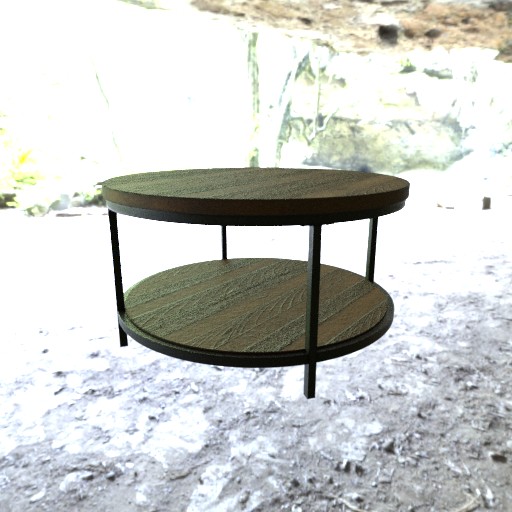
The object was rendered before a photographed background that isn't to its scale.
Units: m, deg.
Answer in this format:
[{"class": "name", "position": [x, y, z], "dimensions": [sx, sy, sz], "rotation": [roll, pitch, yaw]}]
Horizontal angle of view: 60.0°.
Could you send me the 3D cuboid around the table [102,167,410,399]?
[{"class": "table", "position": [0.000, 0.000, 1.329], "dimensions": [0.837, 0.462, 0.837], "rotation": [0, 16, 0]}]
